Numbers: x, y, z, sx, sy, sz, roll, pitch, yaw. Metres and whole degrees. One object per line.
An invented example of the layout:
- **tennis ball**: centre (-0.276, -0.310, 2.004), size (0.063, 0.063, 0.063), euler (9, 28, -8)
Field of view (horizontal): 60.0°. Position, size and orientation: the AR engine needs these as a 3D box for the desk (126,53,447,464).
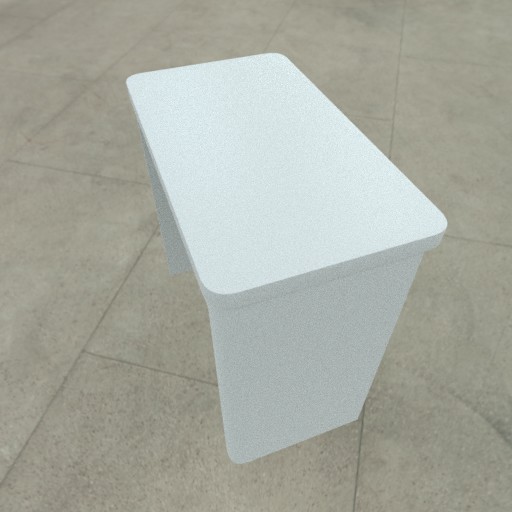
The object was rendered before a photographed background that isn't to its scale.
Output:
- **desk**: centre (0.000, 0.000, 1.239), size (0.446, 0.760, 0.790), euler (-15, 49, -14)
